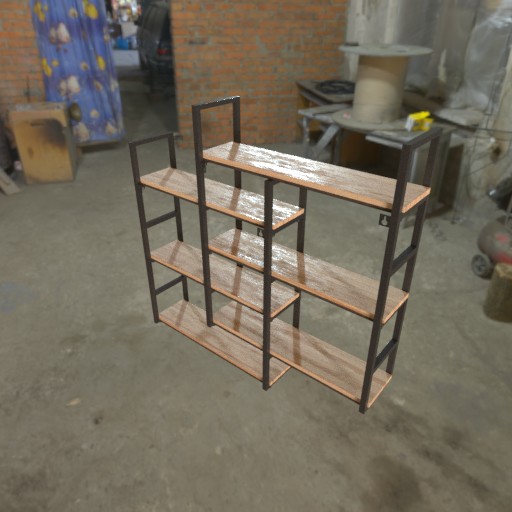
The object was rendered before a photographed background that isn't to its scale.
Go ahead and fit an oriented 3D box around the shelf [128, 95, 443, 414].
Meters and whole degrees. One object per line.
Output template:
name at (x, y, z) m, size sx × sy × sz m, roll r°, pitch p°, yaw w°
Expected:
shelf at (0.000, 0.000, 1.418) m, size 0.946 × 0.921 × 0.183 m, roll 22°, pitch 37°, yaw 33°
